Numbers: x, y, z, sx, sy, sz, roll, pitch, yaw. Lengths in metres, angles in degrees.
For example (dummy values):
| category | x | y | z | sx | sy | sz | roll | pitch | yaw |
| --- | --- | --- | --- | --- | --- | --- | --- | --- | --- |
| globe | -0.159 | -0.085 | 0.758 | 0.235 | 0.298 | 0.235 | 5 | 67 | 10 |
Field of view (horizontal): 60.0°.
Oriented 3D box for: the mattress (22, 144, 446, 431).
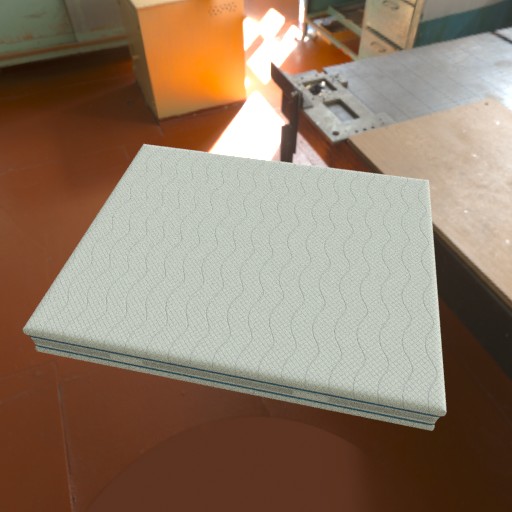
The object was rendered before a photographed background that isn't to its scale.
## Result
| category | x | y | z | sx | sy | sz | roll | pitch | yaw |
| --- | --- | --- | --- | --- | --- | --- | --- | --- | --- |
| mattress | 0.000 | 0.000 | 2.618 | 2.000 | 0.230 | 1.600 | 9 | 49 | 8 |
